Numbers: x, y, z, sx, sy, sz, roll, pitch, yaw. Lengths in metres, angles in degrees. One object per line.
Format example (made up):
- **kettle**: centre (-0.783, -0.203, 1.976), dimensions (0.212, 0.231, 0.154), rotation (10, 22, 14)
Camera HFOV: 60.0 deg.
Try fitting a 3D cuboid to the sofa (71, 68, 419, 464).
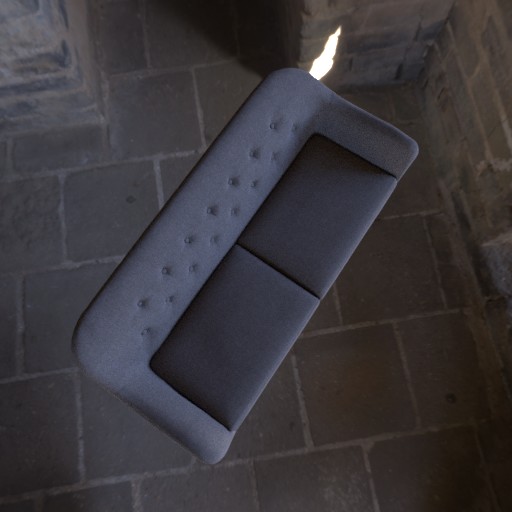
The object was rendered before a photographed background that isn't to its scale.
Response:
- **sofa**: centre (0.000, 0.000, 2.260), dimensions (0.820, 0.820, 1.840), rotation (34, 79, 7)
